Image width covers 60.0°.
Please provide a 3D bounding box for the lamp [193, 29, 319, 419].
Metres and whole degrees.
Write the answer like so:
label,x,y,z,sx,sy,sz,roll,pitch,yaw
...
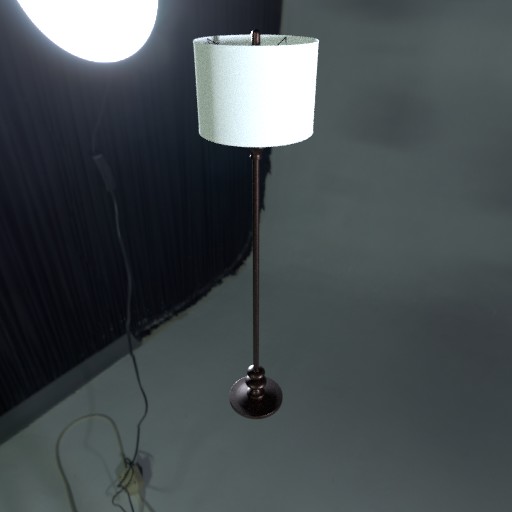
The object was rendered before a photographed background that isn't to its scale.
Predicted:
label,x,y,z,sx,sy,sz,roll,pitch,yaw
lamp,0.000,0.000,1.629,0.356,1.487,0.356,18,35,27
